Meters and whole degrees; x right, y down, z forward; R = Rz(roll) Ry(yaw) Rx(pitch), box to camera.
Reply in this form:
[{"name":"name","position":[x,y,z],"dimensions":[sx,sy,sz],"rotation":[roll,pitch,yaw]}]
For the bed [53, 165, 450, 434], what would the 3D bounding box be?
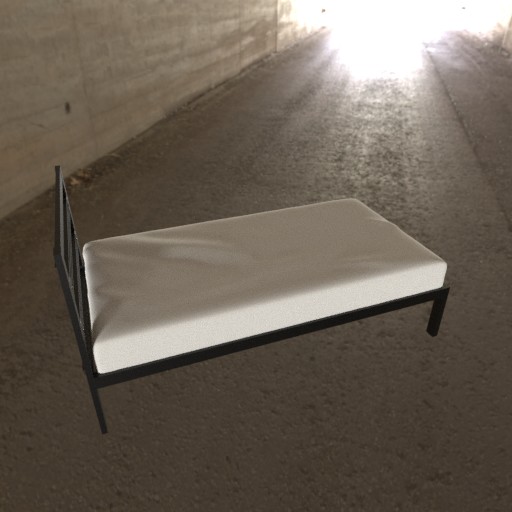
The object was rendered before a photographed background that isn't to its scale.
[{"name":"bed","position":[0.000,0.000,2.494],"dimensions":[1.930,0.967,0.991],"rotation":[-11,33,-18]}]
